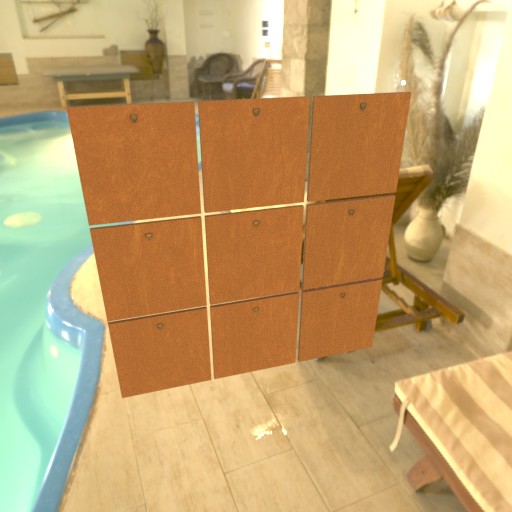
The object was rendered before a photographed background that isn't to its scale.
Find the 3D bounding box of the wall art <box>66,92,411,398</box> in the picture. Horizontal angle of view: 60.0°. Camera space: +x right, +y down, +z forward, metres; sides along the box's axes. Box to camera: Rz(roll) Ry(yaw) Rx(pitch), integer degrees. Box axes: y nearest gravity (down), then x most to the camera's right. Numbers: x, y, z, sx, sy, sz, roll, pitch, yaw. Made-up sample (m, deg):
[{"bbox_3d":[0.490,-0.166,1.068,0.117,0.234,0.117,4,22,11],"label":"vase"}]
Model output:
[{"bbox_3d":[0.000,0.000,1.353,0.915,0.913,0.018,-8,29,-14],"label":"wall art"}]
